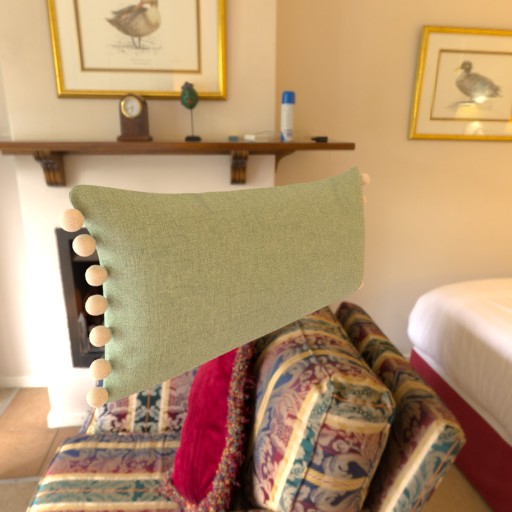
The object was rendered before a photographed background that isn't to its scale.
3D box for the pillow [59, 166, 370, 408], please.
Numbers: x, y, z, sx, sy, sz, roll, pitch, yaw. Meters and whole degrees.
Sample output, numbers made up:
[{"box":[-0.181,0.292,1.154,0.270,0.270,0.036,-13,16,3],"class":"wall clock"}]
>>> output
[{"box":[0.000,0.000,0.826,0.201,0.322,0.709,16,22,43],"class":"pillow"}]
